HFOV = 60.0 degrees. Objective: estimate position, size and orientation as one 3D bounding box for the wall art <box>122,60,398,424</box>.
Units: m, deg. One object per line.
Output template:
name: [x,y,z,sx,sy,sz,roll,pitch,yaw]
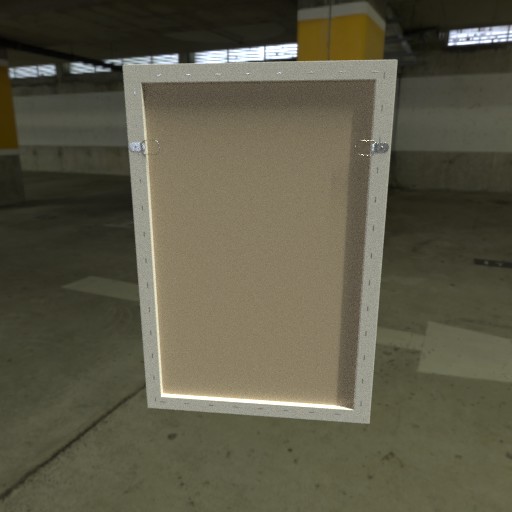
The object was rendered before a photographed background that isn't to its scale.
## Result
wall art: [0.000,0.000,1.136,0.624,0.914,0.043,2,15,7]
